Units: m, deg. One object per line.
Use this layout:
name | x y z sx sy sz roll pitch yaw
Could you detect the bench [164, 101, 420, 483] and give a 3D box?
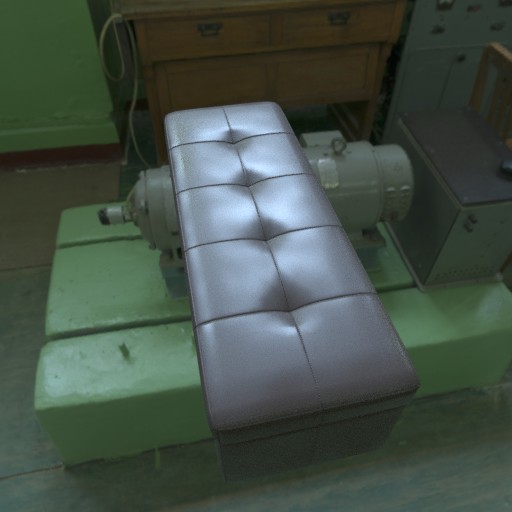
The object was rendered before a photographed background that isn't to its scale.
bench | 0.000 0.000 1.404 0.450 0.417 1.219 -9 47 -8
